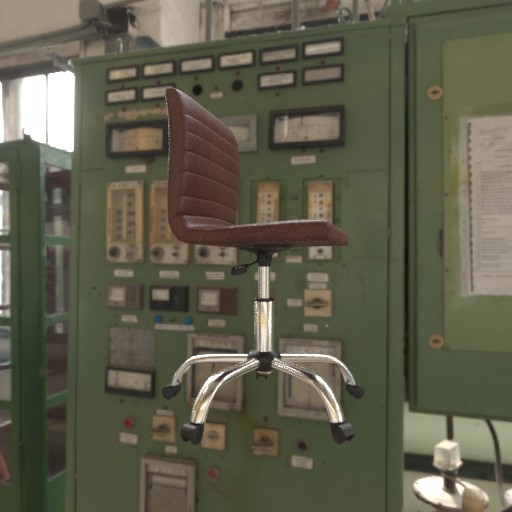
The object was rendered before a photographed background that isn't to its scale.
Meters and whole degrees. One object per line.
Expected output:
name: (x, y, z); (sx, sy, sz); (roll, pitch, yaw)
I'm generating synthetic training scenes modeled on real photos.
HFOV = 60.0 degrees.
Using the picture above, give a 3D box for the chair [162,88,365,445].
chair: (0.000, 0.000, 1.150); (0.530, 0.780, 0.556); (0, -1, 18)
